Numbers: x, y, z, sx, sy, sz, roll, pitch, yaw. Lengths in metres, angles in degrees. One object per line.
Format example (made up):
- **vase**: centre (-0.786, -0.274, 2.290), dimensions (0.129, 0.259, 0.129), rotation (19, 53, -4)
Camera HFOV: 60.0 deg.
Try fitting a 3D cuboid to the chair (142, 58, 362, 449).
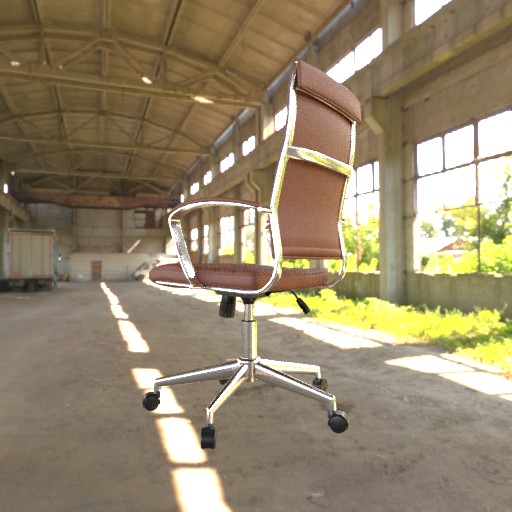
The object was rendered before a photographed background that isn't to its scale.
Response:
- **chair**: centre (0.000, 0.000, 1.647), dimensions (0.739, 1.149, 0.766), rotation (-1, -1, 37)
